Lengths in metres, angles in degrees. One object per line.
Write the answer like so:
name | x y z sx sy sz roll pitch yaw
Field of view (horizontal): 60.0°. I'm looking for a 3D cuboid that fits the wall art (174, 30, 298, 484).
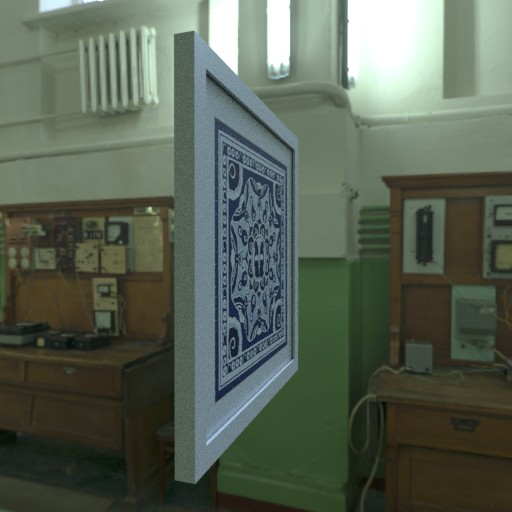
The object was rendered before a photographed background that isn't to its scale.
wall art | 0.000 0.000 0.816 0.028 0.559 0.559 0 1 19
